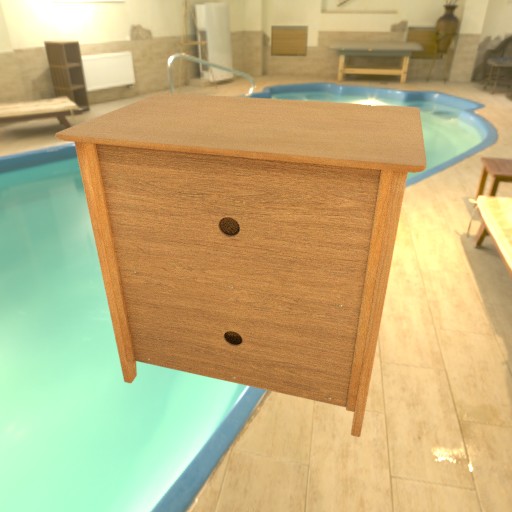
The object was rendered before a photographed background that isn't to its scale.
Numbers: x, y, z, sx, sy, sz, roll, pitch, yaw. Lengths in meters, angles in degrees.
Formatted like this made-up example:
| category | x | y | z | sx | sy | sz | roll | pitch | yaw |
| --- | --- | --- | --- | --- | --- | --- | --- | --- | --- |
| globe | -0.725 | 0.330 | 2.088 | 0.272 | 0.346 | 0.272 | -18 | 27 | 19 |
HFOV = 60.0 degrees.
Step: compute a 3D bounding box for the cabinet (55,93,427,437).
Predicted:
| category | x | y | z | sx | sy | sz | roll | pitch | yaw |
| --- | --- | --- | --- | --- | --- | --- | --- | --- | --- |
| cabinet | 0.000 | 0.000 | 1.258 | 0.763 | 0.762 | 0.503 | 8 | 31 | 14 |
